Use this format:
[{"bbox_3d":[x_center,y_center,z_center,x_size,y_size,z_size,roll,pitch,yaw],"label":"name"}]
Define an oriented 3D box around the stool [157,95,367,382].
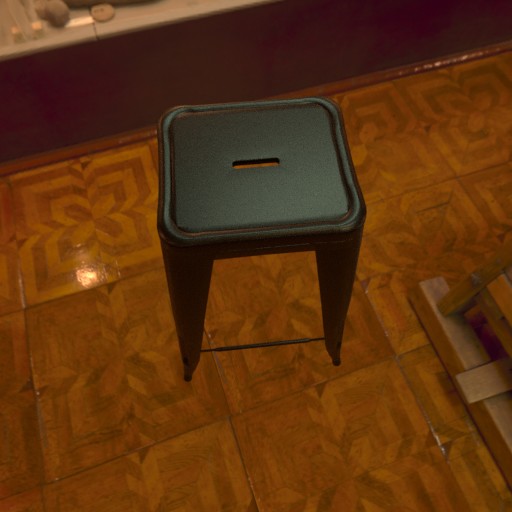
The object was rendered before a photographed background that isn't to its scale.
[{"bbox_3d":[0.000,0.000,0.917,0.455,0.609,0.423,-15,64,-8],"label":"stool"}]
